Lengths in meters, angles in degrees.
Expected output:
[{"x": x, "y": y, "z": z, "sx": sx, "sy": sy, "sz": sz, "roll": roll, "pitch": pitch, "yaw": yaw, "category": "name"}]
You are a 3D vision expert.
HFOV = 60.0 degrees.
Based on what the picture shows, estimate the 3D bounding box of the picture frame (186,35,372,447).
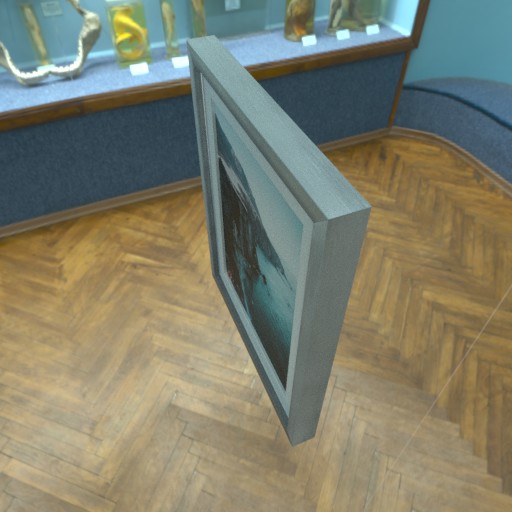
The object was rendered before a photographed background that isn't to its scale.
[{"x": 0.000, "y": 0.000, "z": 0.751, "sx": 0.046, "sy": 0.555, "sz": 0.449, "roll": -17, "pitch": 49, "yaw": -15, "category": "picture frame"}]
